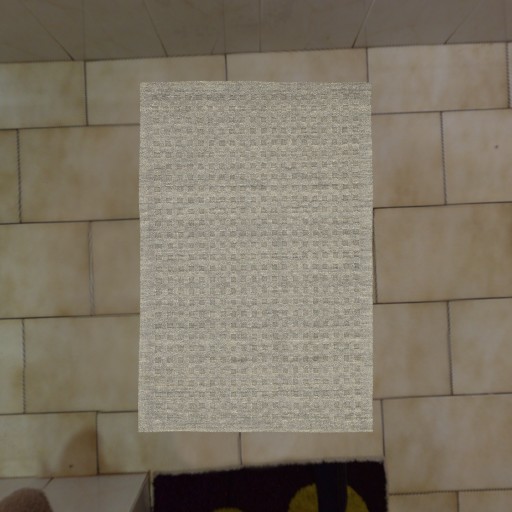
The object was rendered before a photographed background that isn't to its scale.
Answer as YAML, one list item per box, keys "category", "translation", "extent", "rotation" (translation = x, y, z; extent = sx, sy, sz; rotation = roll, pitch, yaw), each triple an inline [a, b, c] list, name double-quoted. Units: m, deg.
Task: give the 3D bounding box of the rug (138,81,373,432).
- category: "rug"
  translation: [0.000, 0.000, 2.904]
  extent: [1.532, 0.018, 2.297]
  rotation: [0, 89, 0]
